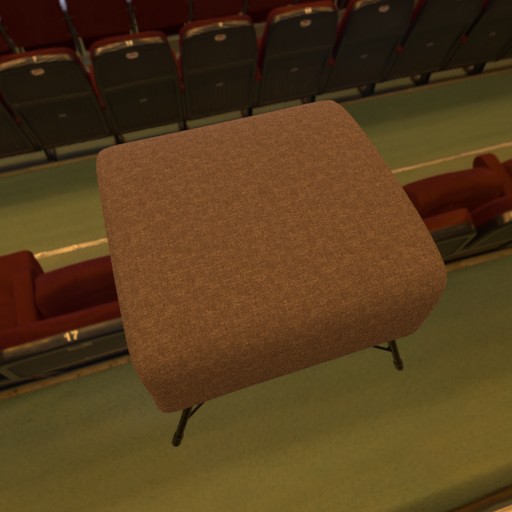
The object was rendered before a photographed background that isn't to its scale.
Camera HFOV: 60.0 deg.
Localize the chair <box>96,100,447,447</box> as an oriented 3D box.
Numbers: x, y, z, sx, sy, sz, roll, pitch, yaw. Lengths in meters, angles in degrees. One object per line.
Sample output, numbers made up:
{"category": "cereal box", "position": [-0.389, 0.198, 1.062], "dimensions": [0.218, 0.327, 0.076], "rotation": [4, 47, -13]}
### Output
{"category": "chair", "position": [0.000, 0.000, 0.915], "dimensions": [0.530, 0.410, 0.530], "rotation": [-15, 58, -10]}
